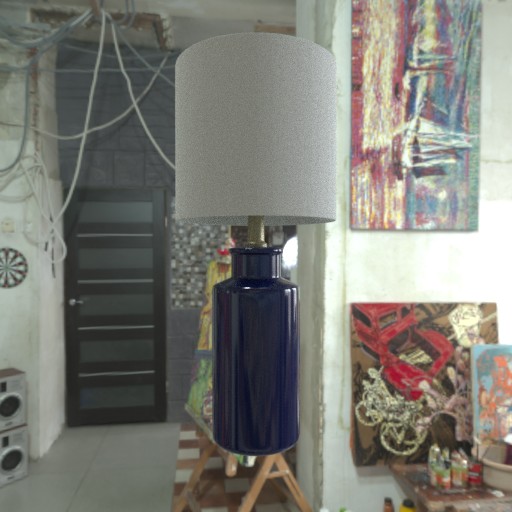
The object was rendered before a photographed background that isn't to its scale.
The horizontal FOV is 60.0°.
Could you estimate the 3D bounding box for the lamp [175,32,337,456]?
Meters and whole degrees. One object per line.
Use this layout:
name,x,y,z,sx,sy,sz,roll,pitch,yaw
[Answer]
lamp,0.000,0.000,0.594,0.212,0.493,0.212,-1,1,-37
